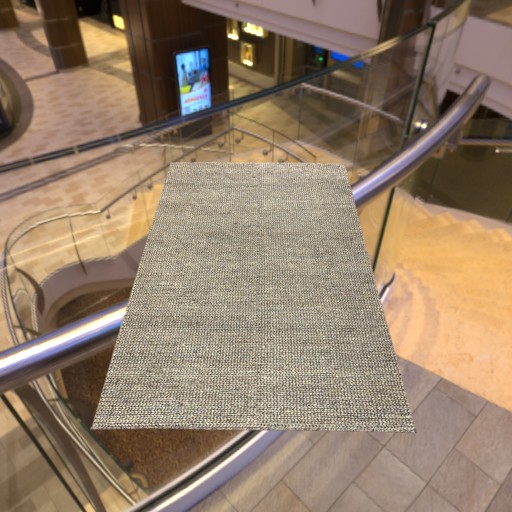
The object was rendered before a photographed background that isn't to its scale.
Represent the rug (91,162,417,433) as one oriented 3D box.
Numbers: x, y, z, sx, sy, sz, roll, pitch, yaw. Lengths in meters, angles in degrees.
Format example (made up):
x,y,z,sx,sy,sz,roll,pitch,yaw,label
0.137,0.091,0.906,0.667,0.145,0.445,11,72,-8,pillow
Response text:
x,y,z,sx,sy,sz,roll,pitch,yaw,label
0.000,0.000,2.985,1.538,0.021,2.443,0,42,0,rug
